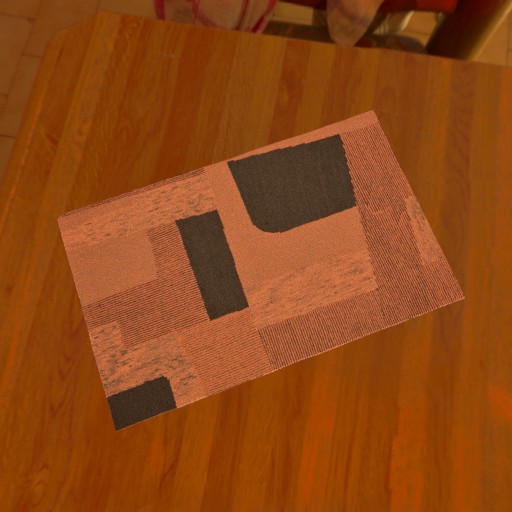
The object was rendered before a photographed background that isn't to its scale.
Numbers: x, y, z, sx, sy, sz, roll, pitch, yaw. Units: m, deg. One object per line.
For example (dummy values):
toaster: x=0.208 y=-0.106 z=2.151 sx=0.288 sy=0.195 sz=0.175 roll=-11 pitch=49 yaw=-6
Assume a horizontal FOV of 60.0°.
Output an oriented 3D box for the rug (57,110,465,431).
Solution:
rug: x=0.000 y=0.000 z=3.051 sx=2.436 sy=0.015 sz=1.521 roll=-20 pitch=77 yaw=-5
